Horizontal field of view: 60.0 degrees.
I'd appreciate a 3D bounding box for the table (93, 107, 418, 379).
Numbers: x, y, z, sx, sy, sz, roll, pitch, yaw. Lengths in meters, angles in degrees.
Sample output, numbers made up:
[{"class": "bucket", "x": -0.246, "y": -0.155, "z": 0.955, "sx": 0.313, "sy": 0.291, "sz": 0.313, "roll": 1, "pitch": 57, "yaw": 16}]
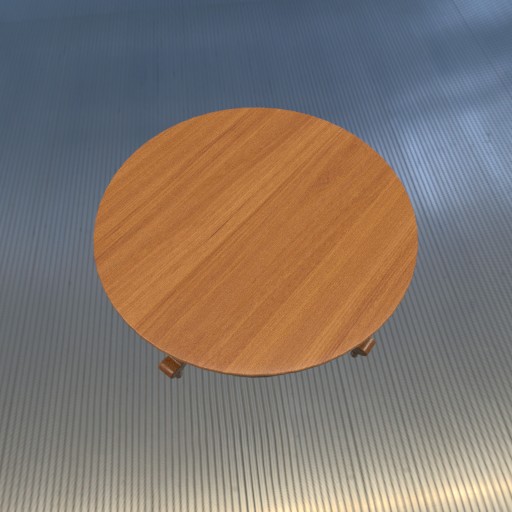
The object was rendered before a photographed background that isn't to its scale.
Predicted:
[{"class": "table", "x": 0.000, "y": 0.000, "z": 1.628, "sx": 1.029, "sy": 0.490, "sz": 1.029, "roll": 0, "pitch": 59, "yaw": 0}]
